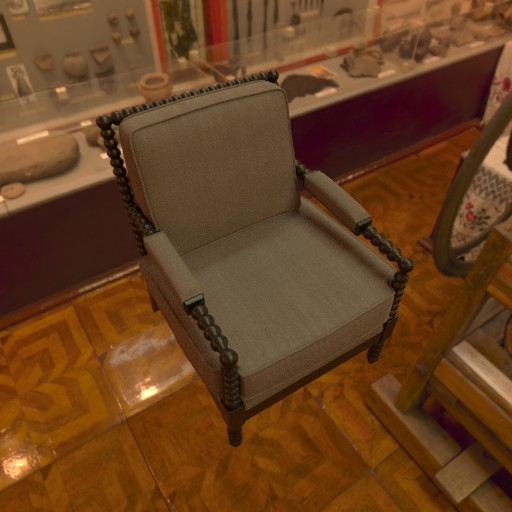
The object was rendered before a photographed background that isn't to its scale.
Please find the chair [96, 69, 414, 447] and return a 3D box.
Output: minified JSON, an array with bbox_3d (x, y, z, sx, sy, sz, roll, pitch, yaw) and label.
[{"bbox_3d":[0.000,0.000,1.153,0.540,0.661,0.622,-24,51,-21],"label":"chair"}]
